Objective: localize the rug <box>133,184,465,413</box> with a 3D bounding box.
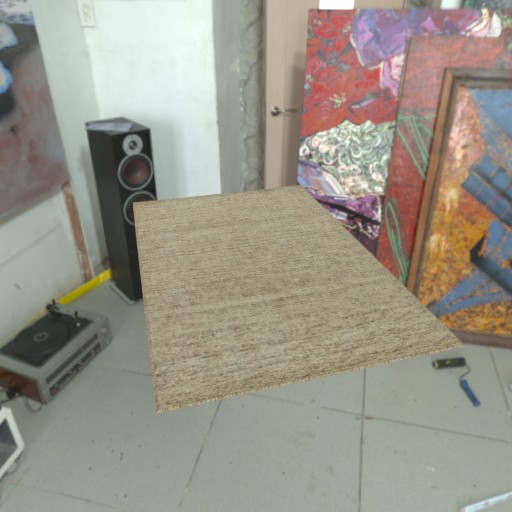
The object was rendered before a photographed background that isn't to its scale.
[{"bbox_3d":[0.000,0.000,2.375,1.211,0.018,1.822,-8,31,-14],"label":"rug"}]
